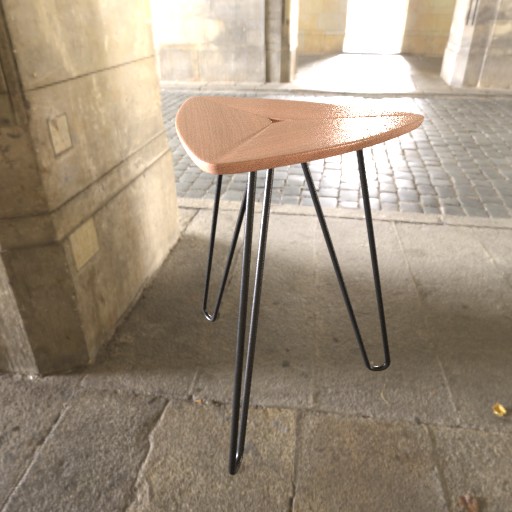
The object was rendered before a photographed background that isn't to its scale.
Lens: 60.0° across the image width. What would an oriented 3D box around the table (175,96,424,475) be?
[{"bbox_3d":[0.000,0.000,0.899,0.442,0.564,0.455,-21,36,-32],"label":"table"}]
